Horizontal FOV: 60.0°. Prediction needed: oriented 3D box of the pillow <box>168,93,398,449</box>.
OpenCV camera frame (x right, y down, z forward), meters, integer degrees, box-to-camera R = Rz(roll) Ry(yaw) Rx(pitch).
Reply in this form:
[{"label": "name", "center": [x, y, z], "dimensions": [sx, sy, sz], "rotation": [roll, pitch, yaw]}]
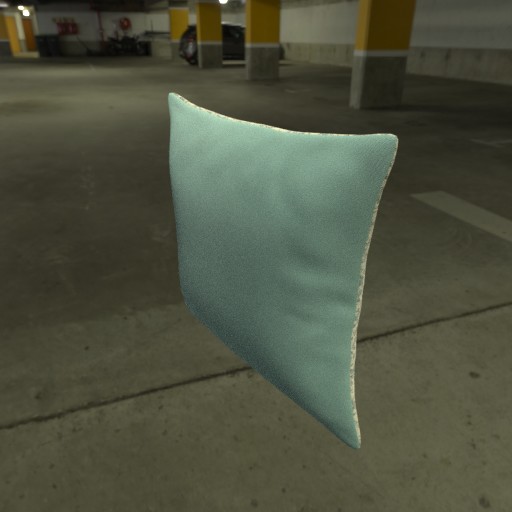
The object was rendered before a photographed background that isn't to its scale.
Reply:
[{"label": "pillow", "center": [0.000, 0.000, 0.791], "dimensions": [0.166, 0.507, 0.526], "rotation": [-19, 32, -34]}]
